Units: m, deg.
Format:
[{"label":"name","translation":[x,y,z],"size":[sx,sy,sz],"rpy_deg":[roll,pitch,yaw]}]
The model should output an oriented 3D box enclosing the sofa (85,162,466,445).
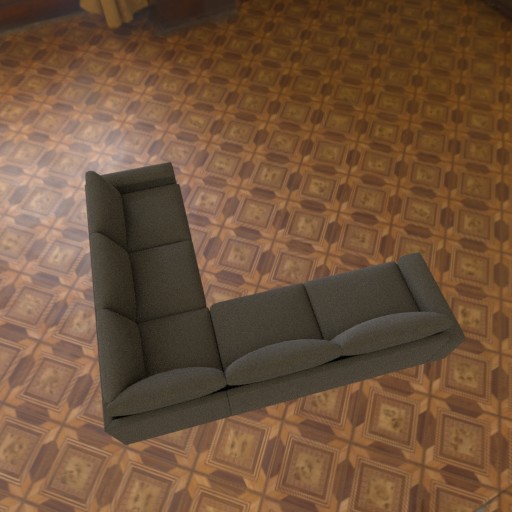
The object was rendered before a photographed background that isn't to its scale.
[{"label":"sofa","translation":[0.000,0.000,4.725],"size":[3.277,0.965,2.895],"rpy_deg":[-13,59,-8]}]
